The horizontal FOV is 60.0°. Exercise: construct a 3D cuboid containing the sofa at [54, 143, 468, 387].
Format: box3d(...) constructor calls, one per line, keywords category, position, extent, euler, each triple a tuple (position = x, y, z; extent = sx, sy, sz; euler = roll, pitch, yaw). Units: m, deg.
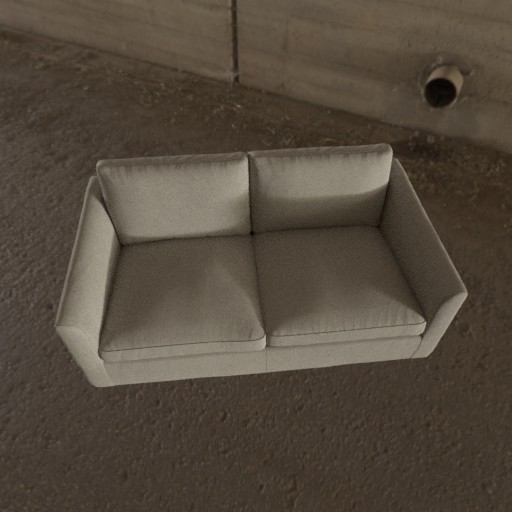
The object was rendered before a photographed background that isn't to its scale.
box3d(category="sofa", position=(0.000, 0.000, 2.519), extent=(1.905, 0.839, 1.091), euler=(-4, 48, -4))
